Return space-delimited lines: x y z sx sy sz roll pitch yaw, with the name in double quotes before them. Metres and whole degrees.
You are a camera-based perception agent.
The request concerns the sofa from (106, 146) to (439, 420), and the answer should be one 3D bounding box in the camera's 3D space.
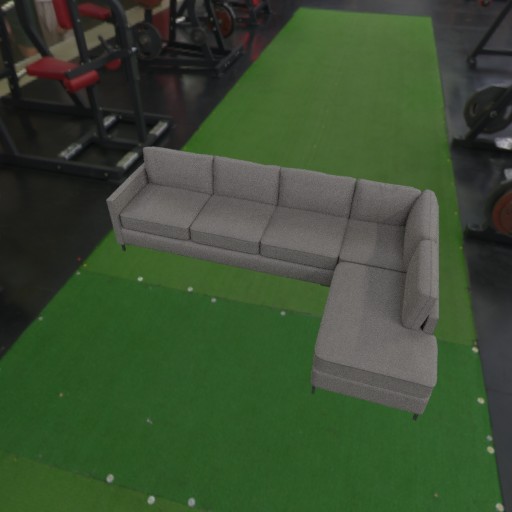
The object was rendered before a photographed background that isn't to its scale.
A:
"sofa" 0.000 0.000 4.281 3.331 0.964 2.077 11 42 13
